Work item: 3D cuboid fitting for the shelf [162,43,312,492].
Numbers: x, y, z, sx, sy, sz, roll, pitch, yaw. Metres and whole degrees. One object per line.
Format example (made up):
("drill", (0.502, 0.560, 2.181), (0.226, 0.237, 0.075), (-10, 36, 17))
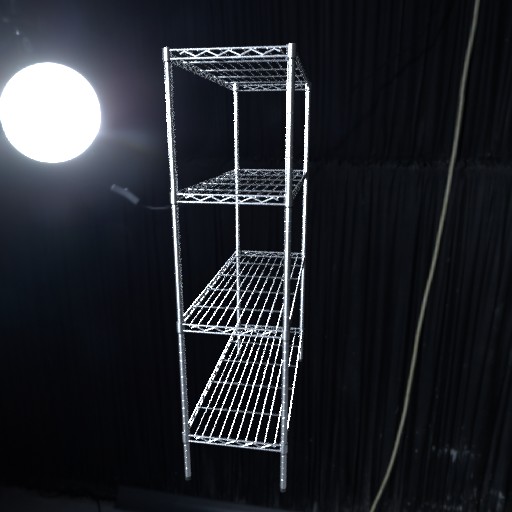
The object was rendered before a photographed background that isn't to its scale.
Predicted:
("shelf", (0.000, 0.000, 1.737), (0.352, 1.360, 0.907), (3, 16, 9))
